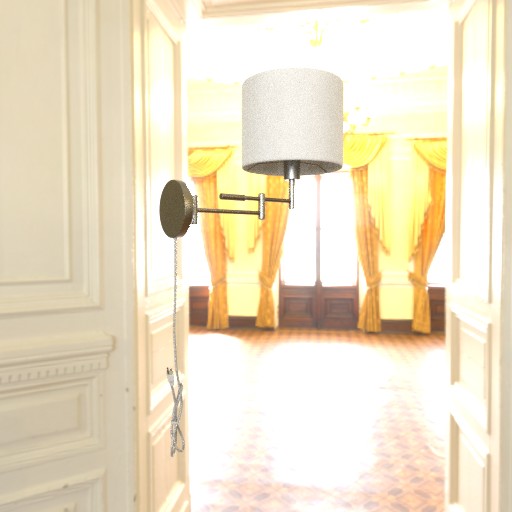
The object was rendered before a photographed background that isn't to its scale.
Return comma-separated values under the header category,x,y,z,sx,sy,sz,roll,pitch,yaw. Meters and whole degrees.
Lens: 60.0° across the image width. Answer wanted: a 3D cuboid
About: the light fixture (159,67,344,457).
category,x,y,z,sx,sy,sz,roll,pitch,yaw
light fixture,0.000,0.000,1.052,0.479,0.842,0.253,-1,2,-37
